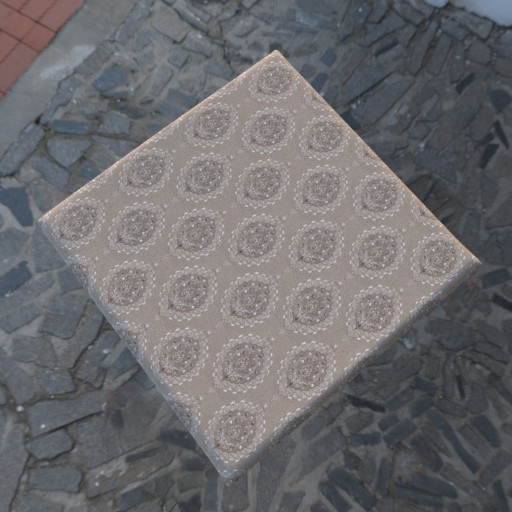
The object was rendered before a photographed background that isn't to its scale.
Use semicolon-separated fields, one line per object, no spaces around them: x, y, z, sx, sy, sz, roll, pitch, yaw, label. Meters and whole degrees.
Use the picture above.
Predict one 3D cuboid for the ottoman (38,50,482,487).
0.000;0.000;1.377;0.890;0.411;0.889;-38;80;-8;ottoman
